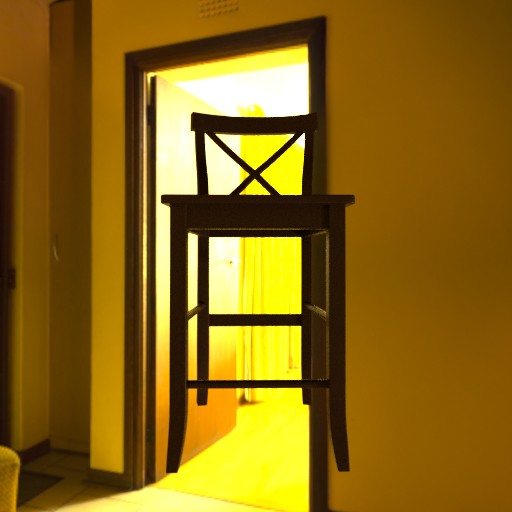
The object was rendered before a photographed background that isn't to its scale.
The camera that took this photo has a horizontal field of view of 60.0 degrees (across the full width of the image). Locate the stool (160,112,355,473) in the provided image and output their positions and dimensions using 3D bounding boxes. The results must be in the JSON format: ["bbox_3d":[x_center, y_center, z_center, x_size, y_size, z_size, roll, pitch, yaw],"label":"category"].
[{"bbox_3d":[0.000,0.000,1.289,0.452,0.989,0.559,0,-1,-1],"label":"stool"}]
